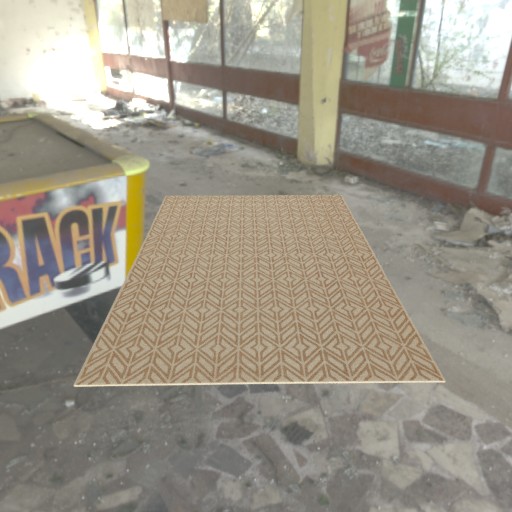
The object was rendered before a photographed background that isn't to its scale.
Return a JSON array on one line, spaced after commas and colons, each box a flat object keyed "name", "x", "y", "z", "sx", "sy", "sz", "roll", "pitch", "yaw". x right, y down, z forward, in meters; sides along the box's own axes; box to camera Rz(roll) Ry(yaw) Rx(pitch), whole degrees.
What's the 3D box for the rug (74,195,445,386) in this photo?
[{"name": "rug", "x": 0.000, "y": 0.000, "z": 2.263, "sx": 1.220, "sy": 0.007, "sz": 1.828, "roll": 0, "pitch": 27, "yaw": -1}]
